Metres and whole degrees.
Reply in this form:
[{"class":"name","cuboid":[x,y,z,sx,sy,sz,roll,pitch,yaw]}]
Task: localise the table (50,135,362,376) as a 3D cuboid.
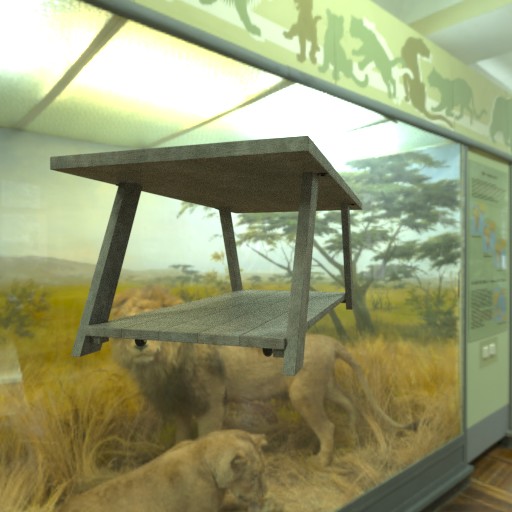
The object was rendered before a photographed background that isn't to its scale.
[{"class":"table","cuboid":[0.000,0.000,1.518,0.610,0.470,1.219,0,0,18]}]
